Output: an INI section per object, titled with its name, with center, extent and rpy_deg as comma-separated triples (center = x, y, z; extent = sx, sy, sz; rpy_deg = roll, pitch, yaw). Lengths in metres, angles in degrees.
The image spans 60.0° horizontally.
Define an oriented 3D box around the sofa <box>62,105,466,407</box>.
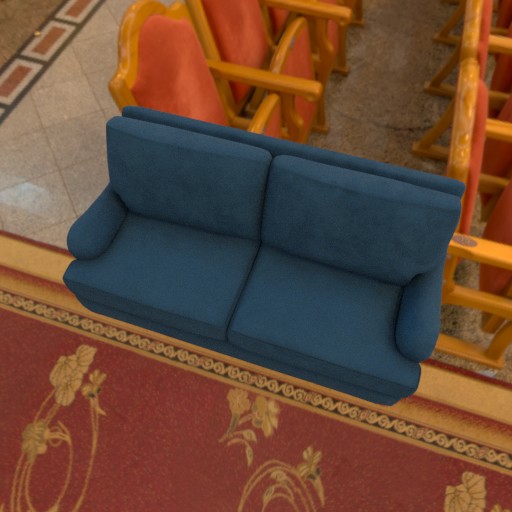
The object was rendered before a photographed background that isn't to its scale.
[sofa]
center = 0.000, 0.000, 2.690
extent = 2.141, 1.101, 1.084
rpy_deg = 16, 59, 10
